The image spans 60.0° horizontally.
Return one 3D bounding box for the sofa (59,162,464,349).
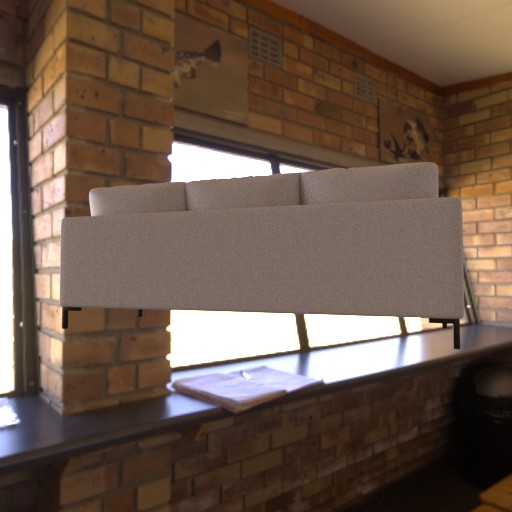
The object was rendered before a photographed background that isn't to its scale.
[{"bbox_3d":[0.000,0.000,2.695,2.218,0.874,0.859,-1,-2,19],"label":"sofa"}]
